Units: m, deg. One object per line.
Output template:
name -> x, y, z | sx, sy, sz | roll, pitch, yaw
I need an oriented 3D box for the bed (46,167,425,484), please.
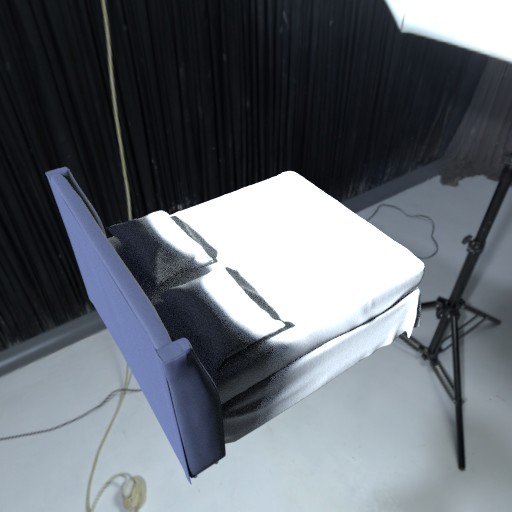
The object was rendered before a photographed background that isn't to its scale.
bed -> 0.000, 0.000, 3.379 | 2.276, 1.332, 1.925 | -24, 47, -25
